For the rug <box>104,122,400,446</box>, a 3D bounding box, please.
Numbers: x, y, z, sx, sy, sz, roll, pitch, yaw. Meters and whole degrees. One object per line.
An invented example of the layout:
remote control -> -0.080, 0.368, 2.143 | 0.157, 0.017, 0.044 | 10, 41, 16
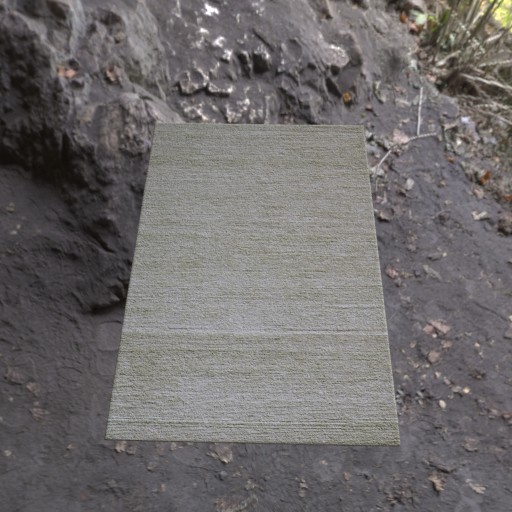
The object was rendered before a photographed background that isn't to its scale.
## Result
rug -> 0.000, 0.000, 2.906 | 1.606, 0.017, 2.270 | 1, 63, 1
